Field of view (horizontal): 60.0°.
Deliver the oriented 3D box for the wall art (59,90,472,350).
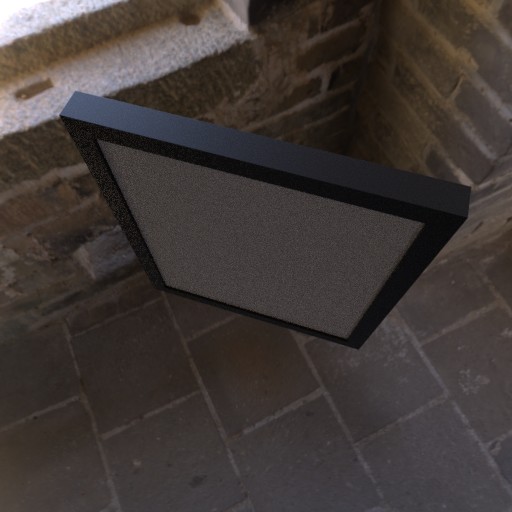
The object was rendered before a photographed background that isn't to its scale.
[{"bbox_3d":[0.000,0.000,0.519,0.330,0.381,0.029,16,65,8],"label":"wall art"}]
